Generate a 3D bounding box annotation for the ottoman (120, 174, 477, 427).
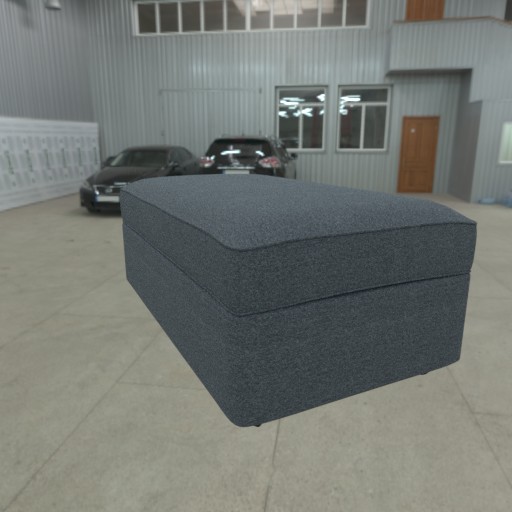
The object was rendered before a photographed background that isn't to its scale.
[{"bbox_3d":[0.000,0.000,1.497,0.681,0.494,1.173,-7,16,-26],"label":"ottoman"}]
